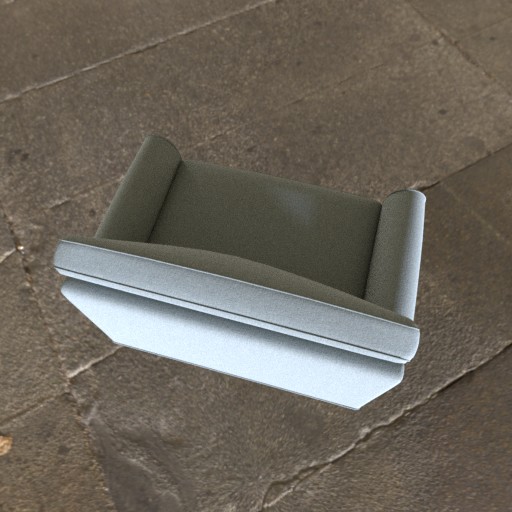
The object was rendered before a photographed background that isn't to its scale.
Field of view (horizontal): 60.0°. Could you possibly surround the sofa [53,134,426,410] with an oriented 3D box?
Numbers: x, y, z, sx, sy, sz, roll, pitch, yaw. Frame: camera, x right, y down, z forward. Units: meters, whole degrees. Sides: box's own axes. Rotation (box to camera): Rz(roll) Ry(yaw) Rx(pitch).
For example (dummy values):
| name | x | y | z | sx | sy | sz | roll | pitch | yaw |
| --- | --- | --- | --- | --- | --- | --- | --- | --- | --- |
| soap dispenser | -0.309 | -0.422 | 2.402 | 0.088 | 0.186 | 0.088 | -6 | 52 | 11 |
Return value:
| name | x | y | z | sx | sy | sz | roll | pitch | yaw |
| --- | --- | --- | --- | --- | --- | --- | --- | --- | --- |
| sofa | 0.000 | 0.000 | 2.027 | 1.410 | 0.953 | 0.940 | 14 | 64 | 7 |
